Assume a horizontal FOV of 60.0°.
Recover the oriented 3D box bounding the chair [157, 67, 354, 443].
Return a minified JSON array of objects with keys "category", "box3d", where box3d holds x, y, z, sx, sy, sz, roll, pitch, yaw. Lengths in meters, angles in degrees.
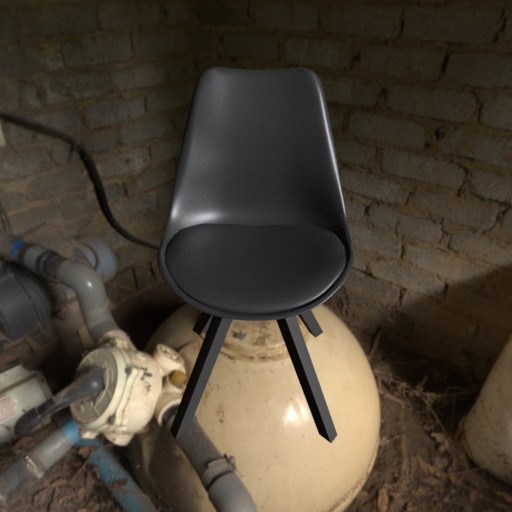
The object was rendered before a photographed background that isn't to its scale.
[{"category":"chair","box3d":[0.000,0.000,1.163,0.485,0.850,0.530,1,32,1]}]
